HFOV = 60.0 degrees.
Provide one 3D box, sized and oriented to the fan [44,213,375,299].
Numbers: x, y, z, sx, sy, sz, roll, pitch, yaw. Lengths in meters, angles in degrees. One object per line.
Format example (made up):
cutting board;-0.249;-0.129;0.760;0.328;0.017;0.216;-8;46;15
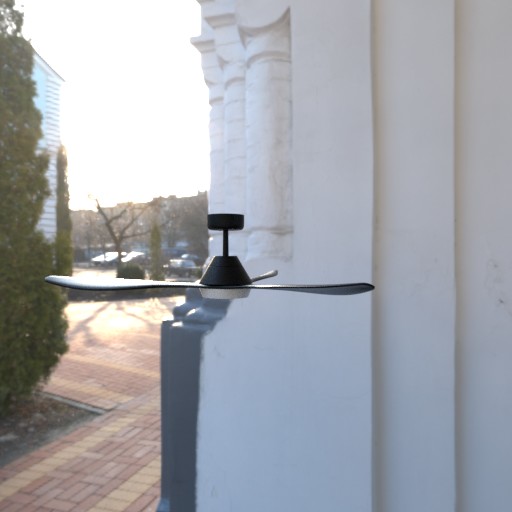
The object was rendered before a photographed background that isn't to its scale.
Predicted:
fan;0.000;0.000;1.645;1.067;0.305;1.067;0;0;37
